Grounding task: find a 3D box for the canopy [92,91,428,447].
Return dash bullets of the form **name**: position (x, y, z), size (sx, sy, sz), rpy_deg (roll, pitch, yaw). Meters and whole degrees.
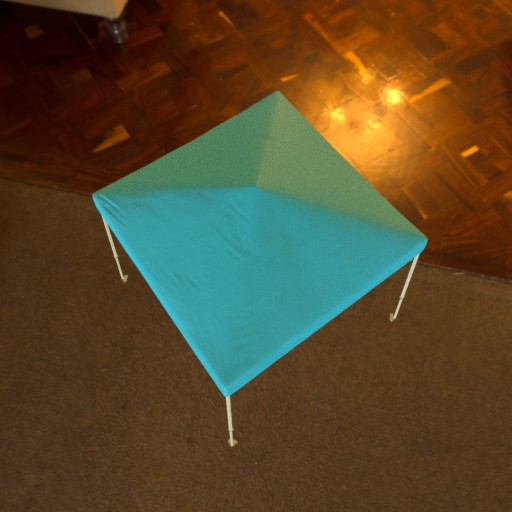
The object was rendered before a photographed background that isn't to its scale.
- **canopy**: position (0.000, 0.000, 5.138), size (2.849, 2.850, 2.850), rpy_deg (-34, 69, -14)
